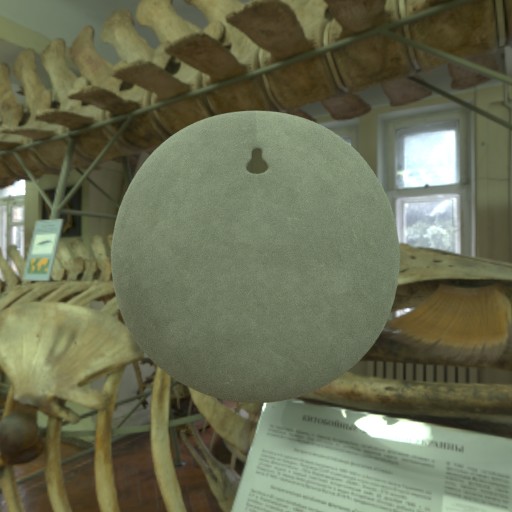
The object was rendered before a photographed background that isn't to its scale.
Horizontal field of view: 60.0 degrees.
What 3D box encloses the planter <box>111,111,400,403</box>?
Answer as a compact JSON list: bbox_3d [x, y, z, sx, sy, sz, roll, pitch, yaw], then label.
[{"bbox_3d":[0.000,0.000,0.286,0.185,0.188,0.071,0,-1,-1],"label":"planter"}]
